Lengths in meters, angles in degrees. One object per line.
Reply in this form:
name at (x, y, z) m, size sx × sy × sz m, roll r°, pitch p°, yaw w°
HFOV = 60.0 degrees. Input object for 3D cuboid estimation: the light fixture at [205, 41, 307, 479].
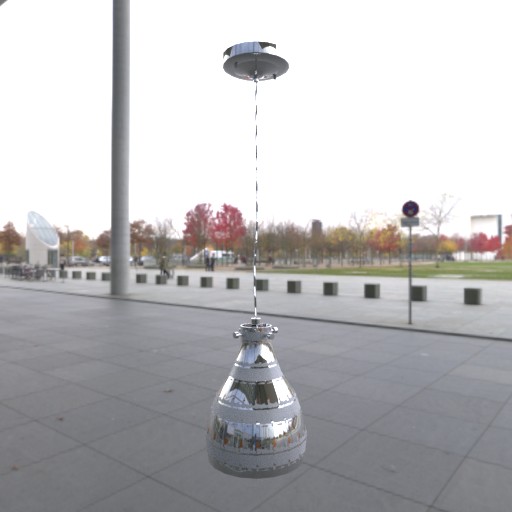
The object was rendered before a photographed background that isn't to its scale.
light fixture at (0.000, 0.000, 1.627) m, size 0.374 × 1.457 × 0.374 m, roll 0°, pitch 0°, yaw -36°
